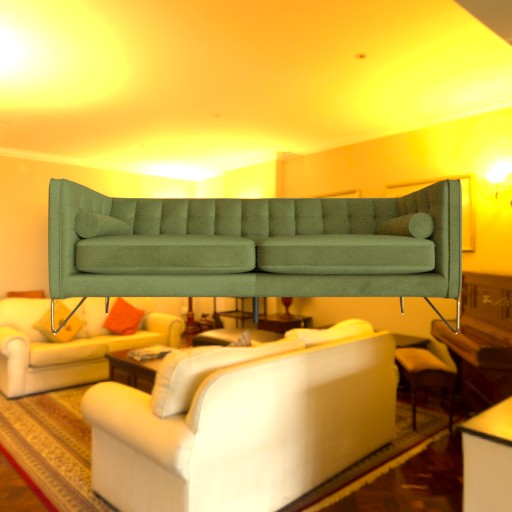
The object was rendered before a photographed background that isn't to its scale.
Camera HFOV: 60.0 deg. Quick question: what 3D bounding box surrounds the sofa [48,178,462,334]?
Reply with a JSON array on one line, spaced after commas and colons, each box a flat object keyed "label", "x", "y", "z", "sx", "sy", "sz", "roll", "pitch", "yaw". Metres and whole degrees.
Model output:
[{"label": "sofa", "x": 0.000, "y": 0.000, "z": 2.614, "sx": 2.087, "sy": 0.789, "sz": 0.867, "roll": 0, "pitch": 0, "yaw": -1}]
